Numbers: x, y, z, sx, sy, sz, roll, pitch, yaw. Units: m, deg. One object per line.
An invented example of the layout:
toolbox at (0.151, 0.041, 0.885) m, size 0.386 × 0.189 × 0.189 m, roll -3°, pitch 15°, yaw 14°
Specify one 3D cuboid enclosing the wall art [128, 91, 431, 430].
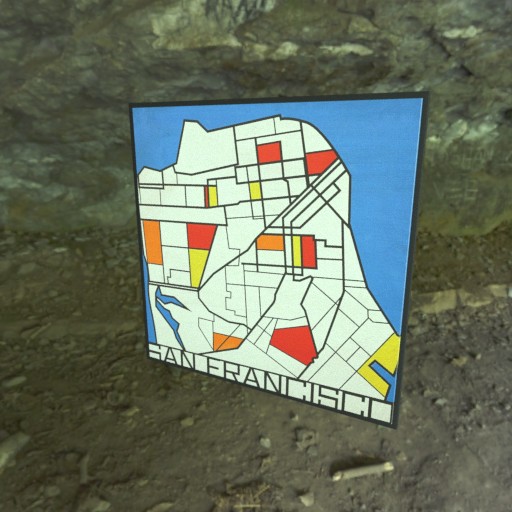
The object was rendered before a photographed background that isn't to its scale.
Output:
wall art at (0.000, 0.000, 0.680) m, size 0.458 × 0.457 × 0.013 m, roll 8°, pitch 17°, yaw 26°
